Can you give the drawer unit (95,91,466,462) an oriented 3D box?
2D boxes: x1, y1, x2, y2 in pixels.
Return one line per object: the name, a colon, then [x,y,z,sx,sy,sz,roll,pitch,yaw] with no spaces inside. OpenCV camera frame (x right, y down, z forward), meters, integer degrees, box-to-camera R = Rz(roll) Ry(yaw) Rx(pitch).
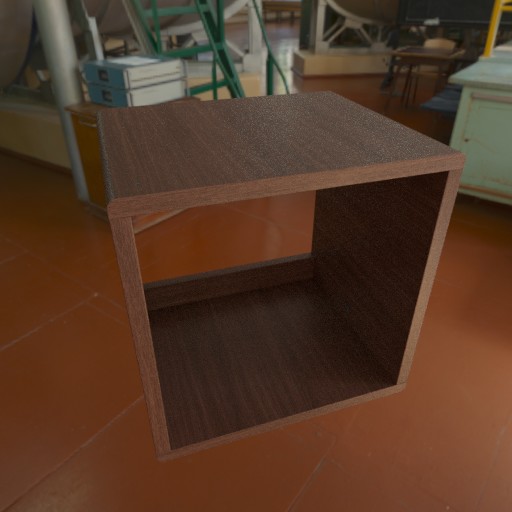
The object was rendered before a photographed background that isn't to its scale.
drawer unit: [0.000,0.000,0.606,0.349,0.351,0.290,-10,34,-16]
